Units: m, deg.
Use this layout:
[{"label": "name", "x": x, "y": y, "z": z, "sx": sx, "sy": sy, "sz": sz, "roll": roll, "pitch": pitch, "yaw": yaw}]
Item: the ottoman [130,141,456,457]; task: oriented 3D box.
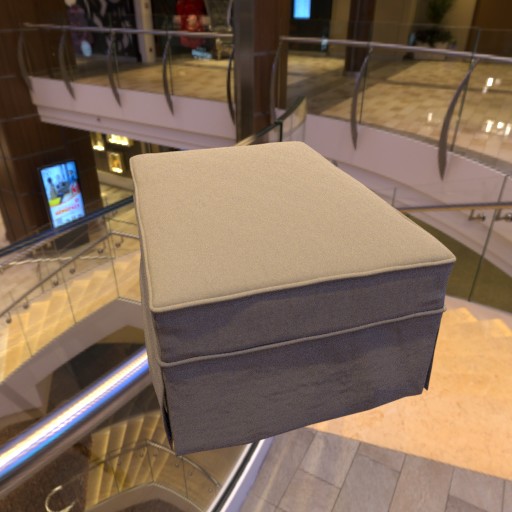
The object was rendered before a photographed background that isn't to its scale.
[{"label": "ottoman", "x": 0.000, "y": 0.000, "z": 1.318, "sx": 0.703, "sy": 0.479, "sz": 0.944, "roll": -9, "pitch": 31, "yaw": -14}]
